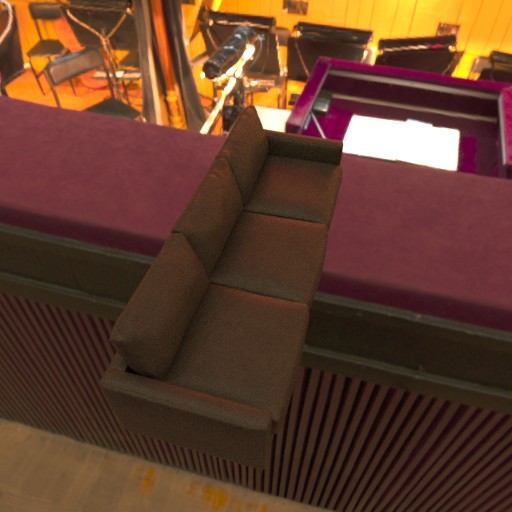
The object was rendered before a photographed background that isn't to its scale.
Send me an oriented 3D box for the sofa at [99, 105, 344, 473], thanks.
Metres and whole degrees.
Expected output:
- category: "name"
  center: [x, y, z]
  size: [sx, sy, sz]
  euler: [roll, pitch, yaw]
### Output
- category: "sofa"
  center: [0.000, 0.000, 2.466]
  size: [0.748, 0.805, 2.029]
  euler: [12, 48, 11]
